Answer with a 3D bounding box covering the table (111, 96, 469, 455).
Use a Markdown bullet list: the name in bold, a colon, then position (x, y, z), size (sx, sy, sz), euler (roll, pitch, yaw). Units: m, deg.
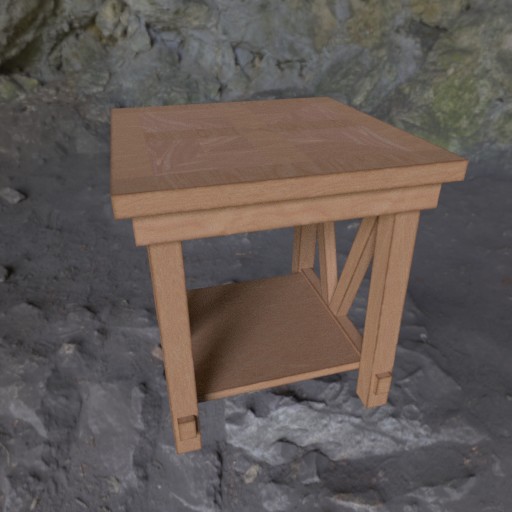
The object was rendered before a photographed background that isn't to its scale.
- **table**: position (0.000, 0.000, 1.126), size (0.610, 0.638, 0.612), euler (-8, 31, -14)
